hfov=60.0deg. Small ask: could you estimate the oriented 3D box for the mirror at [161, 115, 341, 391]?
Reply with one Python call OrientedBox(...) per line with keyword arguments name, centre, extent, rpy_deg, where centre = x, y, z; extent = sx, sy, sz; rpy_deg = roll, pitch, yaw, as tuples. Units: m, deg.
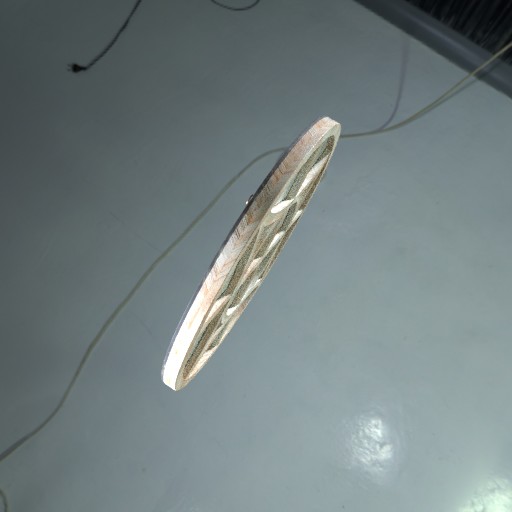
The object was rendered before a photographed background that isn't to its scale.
OrientedBox(name="mirror", centre=(0.000, 0.000, 1.068), extent=(0.038, 0.710, 0.710), rpy_deg=(32, 79, 7))
